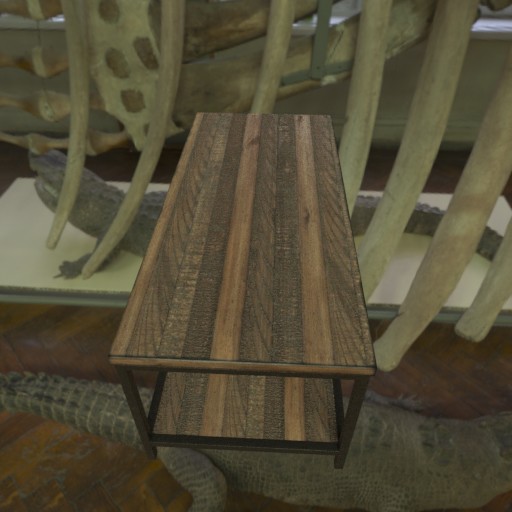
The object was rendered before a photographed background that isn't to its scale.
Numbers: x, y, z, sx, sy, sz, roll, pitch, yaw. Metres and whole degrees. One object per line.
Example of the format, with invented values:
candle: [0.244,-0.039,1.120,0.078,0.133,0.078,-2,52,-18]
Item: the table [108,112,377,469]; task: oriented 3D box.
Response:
table: [0.000,0.000,1.243,0.452,0.399,0.990,2,41,2]
